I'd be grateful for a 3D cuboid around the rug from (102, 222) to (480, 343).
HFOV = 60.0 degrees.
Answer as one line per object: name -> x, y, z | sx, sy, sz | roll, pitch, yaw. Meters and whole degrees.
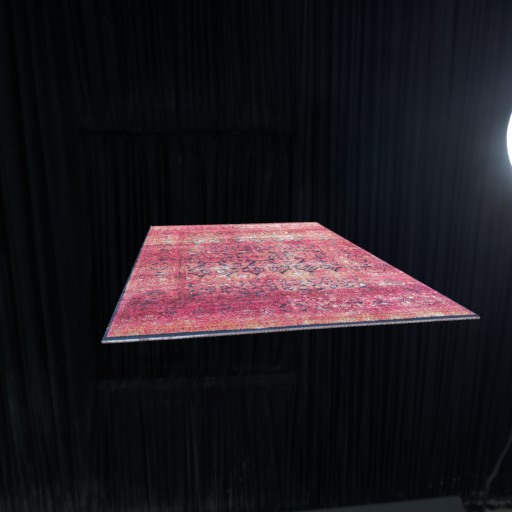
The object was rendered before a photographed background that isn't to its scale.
rug -> 0.000, 0.000, 2.925 | 1.539, 0.018, 2.449 | -2, 14, -9
